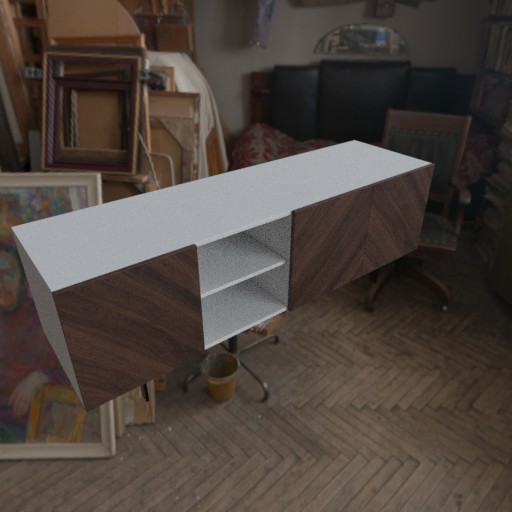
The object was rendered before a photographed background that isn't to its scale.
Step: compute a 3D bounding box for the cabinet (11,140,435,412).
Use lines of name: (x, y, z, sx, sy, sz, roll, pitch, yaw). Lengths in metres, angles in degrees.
cabinet: (0.000, 0.000, 1.693, 1.499, 0.533, 0.431, -21, 37, -31)
